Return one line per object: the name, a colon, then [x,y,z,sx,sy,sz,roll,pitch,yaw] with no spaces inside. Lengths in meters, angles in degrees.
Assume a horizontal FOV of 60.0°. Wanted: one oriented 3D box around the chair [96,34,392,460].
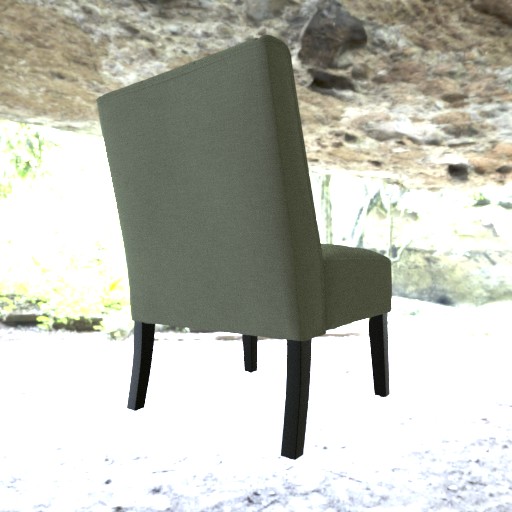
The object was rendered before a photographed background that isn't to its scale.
chair: [0.000,0.000,1.253,0.569,0.853,0.676,-1,-1,36]
